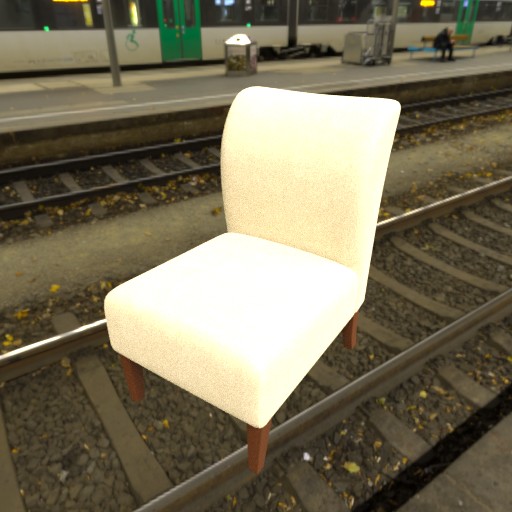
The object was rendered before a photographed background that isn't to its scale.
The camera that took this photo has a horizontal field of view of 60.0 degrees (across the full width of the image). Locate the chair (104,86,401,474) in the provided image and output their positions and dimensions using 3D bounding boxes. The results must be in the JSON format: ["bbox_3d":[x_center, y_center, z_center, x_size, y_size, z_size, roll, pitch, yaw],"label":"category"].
[{"bbox_3d":[0.000,0.000,1.308,0.521,0.833,0.754,18,33,29],"label":"chair"}]
